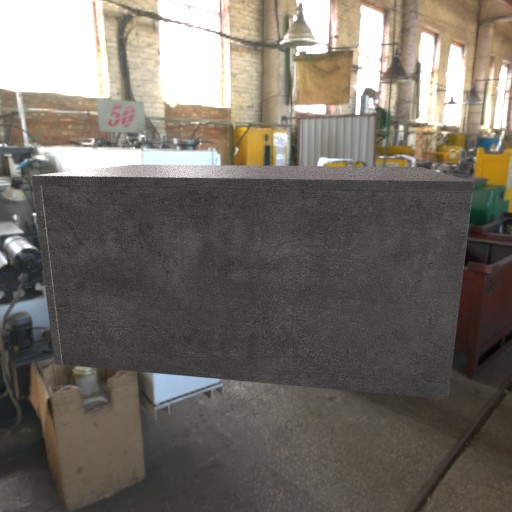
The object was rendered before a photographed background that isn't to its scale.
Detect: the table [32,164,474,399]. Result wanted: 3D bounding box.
[{"bbox_3d":[0.000,0.000,0.923,0.700,0.350,0.400,2,15,9],"label":"table"}]
